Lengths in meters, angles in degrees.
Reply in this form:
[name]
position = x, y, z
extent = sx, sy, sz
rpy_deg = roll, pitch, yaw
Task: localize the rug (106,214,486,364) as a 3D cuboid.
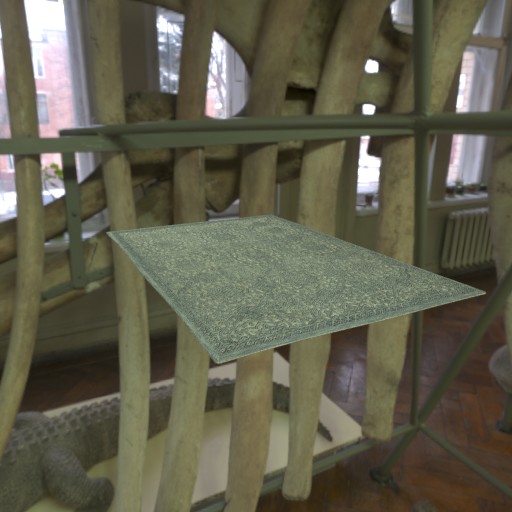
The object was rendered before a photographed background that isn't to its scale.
[rug]
position = 0.000, 0.000, 2.354
extent = 1.224, 0.016, 1.830
rpy_deg = -9, 19, -26
